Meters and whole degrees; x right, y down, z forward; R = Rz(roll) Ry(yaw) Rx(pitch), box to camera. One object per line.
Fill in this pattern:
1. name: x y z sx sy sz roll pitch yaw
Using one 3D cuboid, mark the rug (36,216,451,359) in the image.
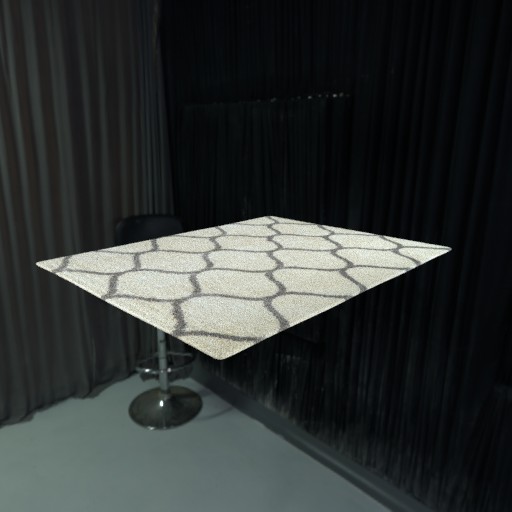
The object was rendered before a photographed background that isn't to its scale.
1. rug: 0.000 0.000 4.053 2.399 0.026 3.000 15 22 42
